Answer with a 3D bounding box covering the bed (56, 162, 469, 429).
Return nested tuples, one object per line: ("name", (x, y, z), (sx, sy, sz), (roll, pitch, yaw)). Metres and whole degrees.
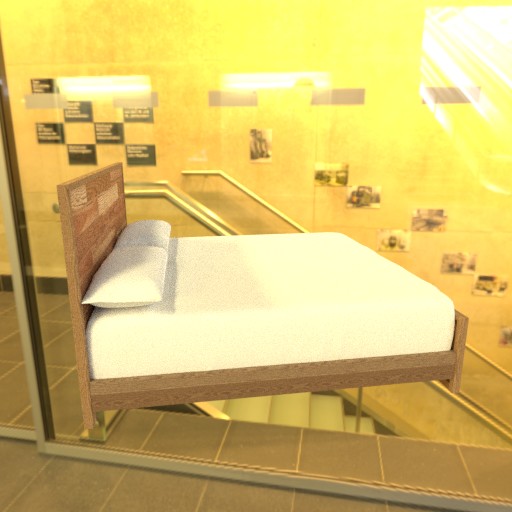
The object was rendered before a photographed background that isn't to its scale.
("bed", (0.000, 0.000, 3.327), (2.184, 1.295, 2.013), (-2, 15, -9))
